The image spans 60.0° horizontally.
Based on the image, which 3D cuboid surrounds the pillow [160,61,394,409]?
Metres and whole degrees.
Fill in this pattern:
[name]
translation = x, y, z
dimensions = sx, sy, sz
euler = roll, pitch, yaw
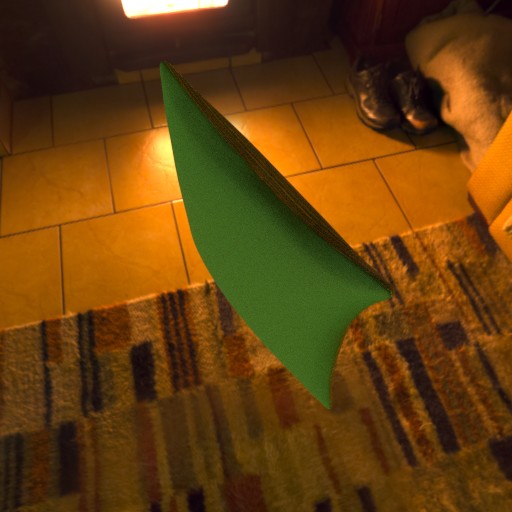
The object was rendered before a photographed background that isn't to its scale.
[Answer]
[pillow]
translation = 0.000, 0.000, 0.792
dimensions = 0.150, 0.497, 0.514
euler = -31, 63, -18
